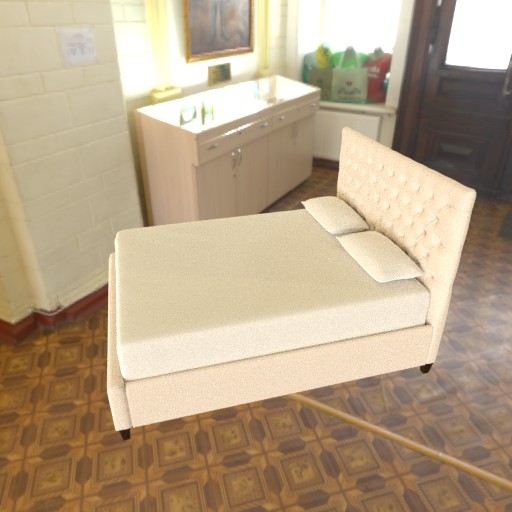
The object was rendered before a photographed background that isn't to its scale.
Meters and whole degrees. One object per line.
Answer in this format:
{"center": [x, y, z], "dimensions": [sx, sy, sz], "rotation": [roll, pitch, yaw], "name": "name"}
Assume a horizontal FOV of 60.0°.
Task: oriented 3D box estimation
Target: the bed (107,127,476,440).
{"center": [0.000, 0.000, 3.343], "dimensions": [2.233, 1.426, 1.696], "rotation": [-8, 30, -14], "name": "bed"}
